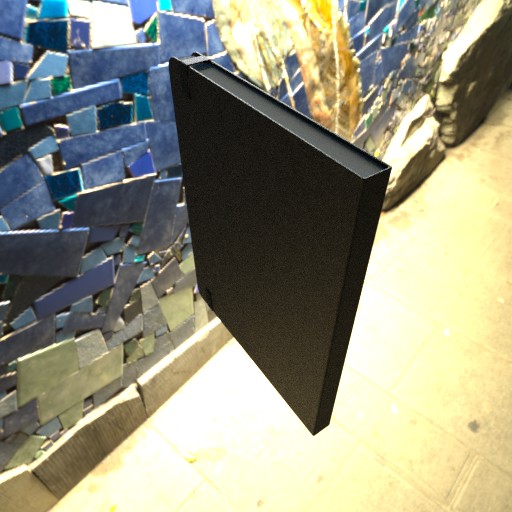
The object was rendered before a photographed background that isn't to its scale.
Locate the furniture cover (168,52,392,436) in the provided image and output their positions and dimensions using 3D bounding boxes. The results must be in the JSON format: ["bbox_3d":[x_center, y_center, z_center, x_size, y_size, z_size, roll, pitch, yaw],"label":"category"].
[{"bbox_3d":[0.000,0.000,0.382,0.023,0.281,0.216,-25,49,-24],"label":"furniture cover"}]
